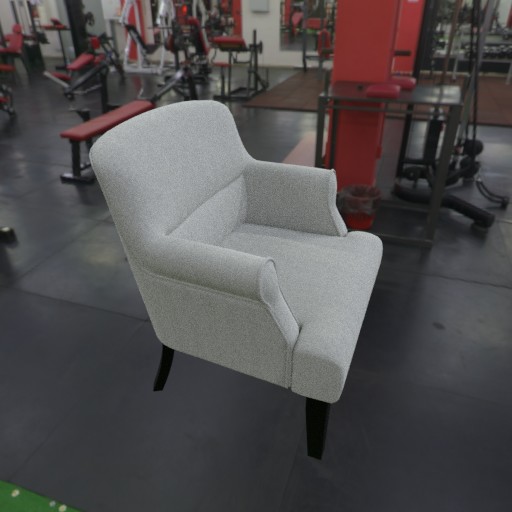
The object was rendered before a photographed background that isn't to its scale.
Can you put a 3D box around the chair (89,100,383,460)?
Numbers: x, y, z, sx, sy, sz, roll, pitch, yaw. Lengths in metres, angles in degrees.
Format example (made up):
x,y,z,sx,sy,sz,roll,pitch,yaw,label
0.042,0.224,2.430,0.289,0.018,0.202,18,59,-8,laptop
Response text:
x,y,z,sx,sy,sz,roll,pitch,yaw,label
0.000,0.000,1.461,0.750,0.875,0.781,11,32,19,chair
